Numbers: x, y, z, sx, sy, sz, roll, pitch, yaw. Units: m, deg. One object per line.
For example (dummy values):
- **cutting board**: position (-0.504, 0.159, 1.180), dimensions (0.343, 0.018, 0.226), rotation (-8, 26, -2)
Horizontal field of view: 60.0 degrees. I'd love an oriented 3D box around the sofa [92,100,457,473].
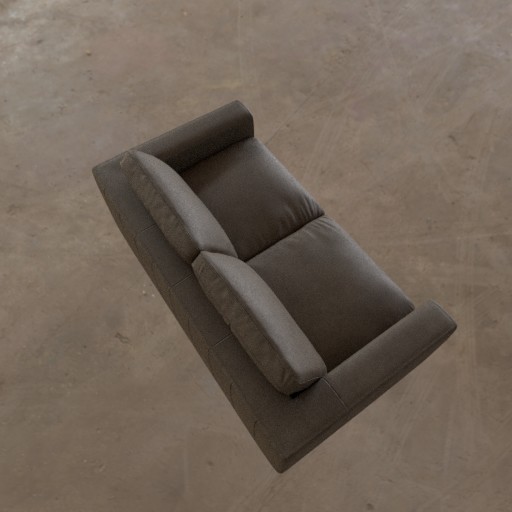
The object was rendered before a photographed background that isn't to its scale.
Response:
- **sofa**: position (0.000, 0.000, 2.484), dimensions (1.070, 0.800, 1.920), rotation (-31, 65, -17)
